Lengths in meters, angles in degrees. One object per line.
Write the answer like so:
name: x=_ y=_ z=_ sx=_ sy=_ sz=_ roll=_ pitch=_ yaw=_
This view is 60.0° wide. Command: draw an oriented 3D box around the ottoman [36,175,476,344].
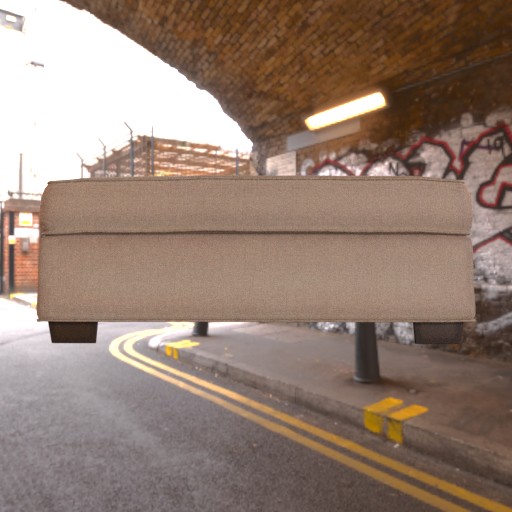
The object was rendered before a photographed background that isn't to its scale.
ottoman: x=0.000 y=0.000 z=1.397 sx=1.097 sy=0.448 sz=0.617 roll=0 pitch=-1 yaw=1
